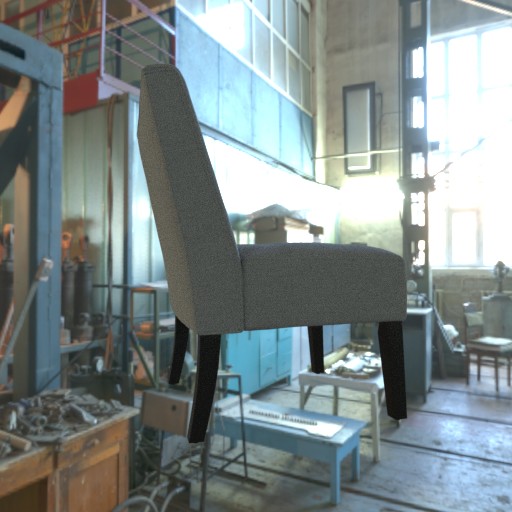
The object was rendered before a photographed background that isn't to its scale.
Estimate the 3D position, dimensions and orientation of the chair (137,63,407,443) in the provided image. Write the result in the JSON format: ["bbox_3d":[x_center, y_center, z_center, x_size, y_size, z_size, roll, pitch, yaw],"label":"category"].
[{"bbox_3d":[0.000,0.000,1.310,0.676,0.853,0.569,0,-1,-16],"label":"chair"}]
